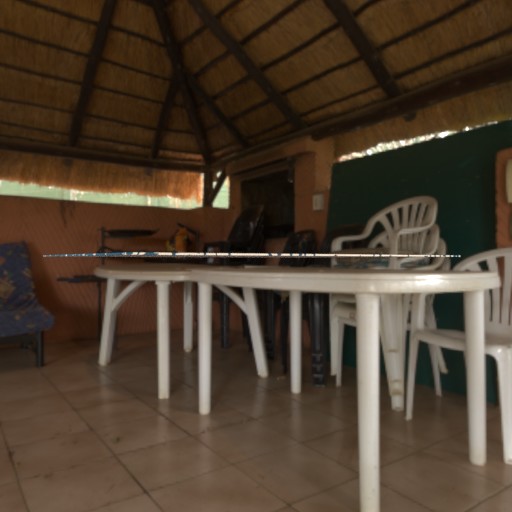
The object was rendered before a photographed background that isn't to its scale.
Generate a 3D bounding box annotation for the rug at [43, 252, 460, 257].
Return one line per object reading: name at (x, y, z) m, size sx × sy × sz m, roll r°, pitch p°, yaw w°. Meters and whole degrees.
rug at (0.000, 0.000, 2.332) m, size 1.828 × 0.007 × 1.220 m, roll 0°, pitch -1°, yaw -36°
